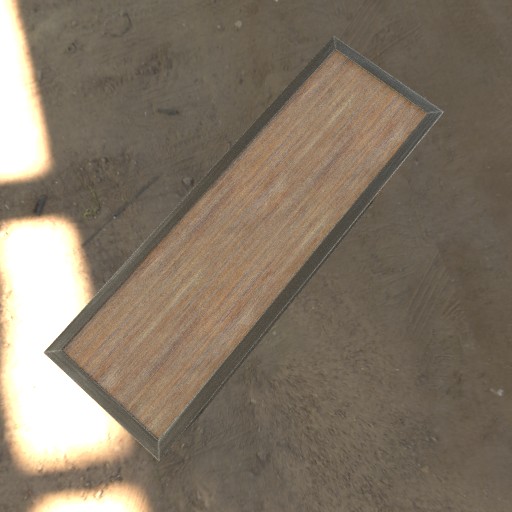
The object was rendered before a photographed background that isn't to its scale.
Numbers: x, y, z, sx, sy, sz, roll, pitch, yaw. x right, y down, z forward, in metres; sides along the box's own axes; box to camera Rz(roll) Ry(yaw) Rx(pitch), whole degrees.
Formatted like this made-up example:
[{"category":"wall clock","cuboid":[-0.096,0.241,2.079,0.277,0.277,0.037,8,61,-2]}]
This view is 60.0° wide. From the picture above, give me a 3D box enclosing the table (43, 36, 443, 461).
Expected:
[{"category":"table","cuboid":[0.000,0.000,1.569,0.402,0.753,1.216,39,80,8]}]
